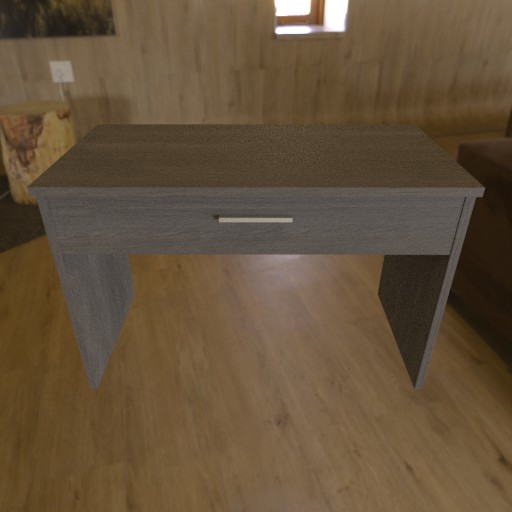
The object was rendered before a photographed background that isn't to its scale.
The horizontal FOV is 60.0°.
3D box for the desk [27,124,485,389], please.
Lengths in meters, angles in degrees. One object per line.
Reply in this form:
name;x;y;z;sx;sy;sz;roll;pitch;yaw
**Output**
desk;0.000;0.000;1.491;1.099;0.729;0.557;0;32;0
